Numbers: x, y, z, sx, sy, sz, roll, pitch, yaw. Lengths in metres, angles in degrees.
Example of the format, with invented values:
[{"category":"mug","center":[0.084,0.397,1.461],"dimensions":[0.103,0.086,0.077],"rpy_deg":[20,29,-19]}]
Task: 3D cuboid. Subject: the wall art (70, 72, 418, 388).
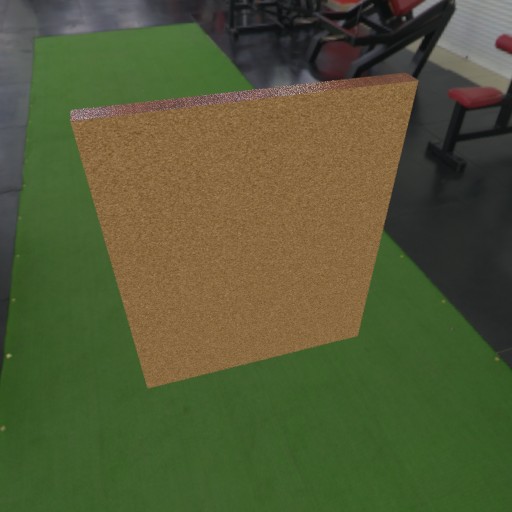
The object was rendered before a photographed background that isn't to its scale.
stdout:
[{"category":"wall art","center":[0.000,0.000,0.772],"dimensions":[0.467,0.567,0.033],"rpy_deg":[-11,42,-12]}]
